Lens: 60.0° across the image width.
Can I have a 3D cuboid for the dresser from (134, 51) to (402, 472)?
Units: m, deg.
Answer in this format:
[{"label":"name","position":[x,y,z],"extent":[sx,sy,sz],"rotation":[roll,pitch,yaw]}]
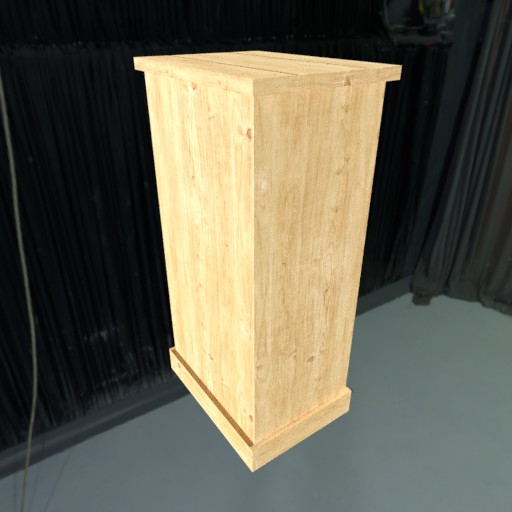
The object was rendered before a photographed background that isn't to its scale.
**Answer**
[{"label":"dresser","position":[0.000,0.000,1.289],"extent":[0.390,1.041,0.531],"rotation":[-19,34,-30]}]
